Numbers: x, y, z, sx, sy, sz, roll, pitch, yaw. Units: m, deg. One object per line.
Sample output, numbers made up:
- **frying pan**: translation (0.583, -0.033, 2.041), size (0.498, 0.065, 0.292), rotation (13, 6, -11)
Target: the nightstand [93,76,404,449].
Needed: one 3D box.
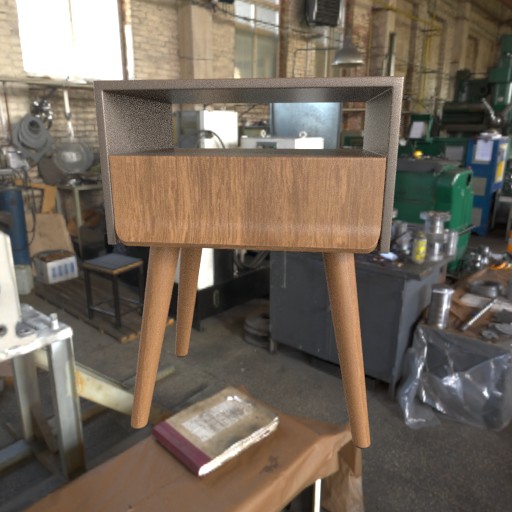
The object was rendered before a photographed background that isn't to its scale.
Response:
- **nightstand**: translation (0.000, 0.000, 0.716), size (0.370, 0.508, 0.288), rotation (2, 16, 7)
